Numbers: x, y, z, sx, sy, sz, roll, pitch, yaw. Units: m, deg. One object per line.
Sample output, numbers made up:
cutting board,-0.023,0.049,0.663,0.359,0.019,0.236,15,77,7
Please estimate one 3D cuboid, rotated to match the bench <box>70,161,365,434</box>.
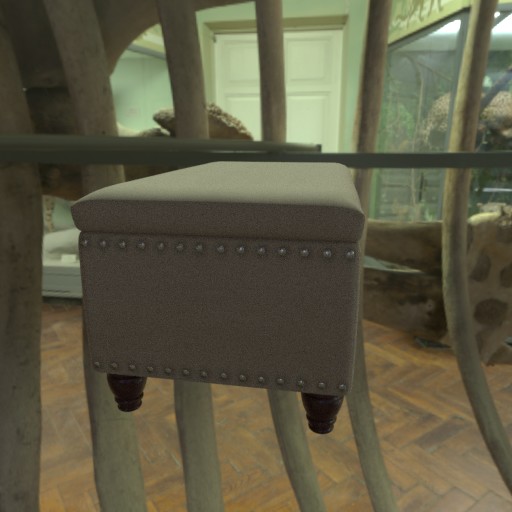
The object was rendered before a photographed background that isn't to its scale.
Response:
bench,0.000,0.000,1.190,0.500,0.449,0.887,3,16,10
